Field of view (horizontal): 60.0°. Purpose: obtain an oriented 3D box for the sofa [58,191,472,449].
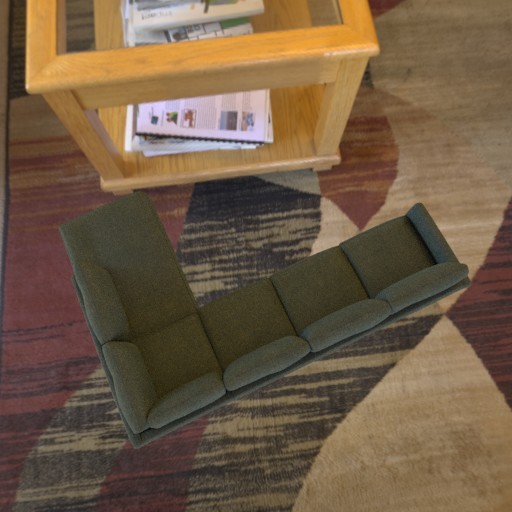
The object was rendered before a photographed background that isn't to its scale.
[{"bbox_3d":[0.000,0.000,3.810,2.949,0.815,2.007,-24,75,-7],"label":"sofa"}]
